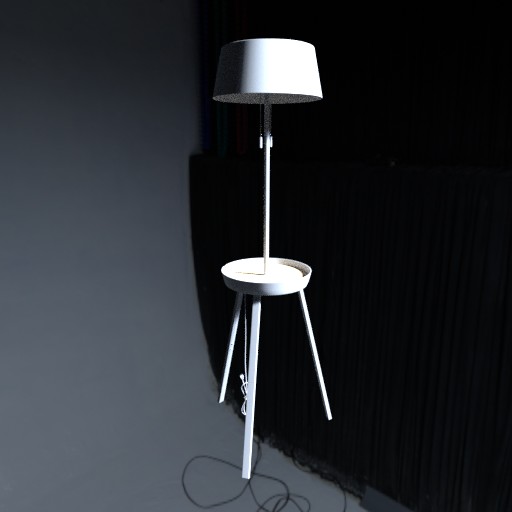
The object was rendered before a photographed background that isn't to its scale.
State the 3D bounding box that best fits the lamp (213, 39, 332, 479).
[{"bbox_3d":[0.000,0.000,1.654,0.468,1.429,0.508,14,20,43],"label":"lamp"}]
